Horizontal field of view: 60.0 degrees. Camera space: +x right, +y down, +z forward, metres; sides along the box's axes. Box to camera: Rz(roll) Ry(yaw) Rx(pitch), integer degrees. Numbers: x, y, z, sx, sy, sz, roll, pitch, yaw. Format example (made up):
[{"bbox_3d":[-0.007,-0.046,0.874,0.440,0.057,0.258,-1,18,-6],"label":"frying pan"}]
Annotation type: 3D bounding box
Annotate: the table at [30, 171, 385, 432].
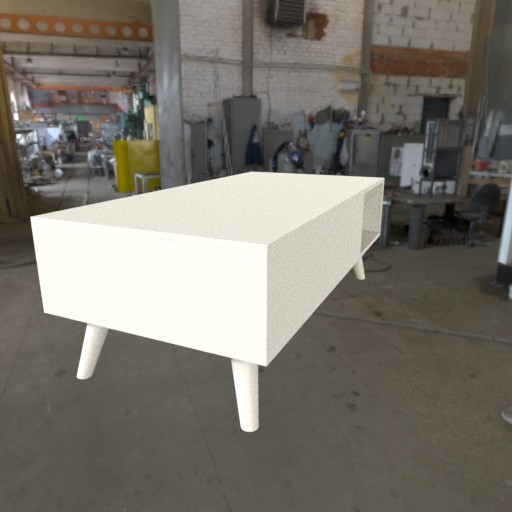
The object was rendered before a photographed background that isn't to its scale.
[{"bbox_3d":[0.000,0.000,1.494,0.609,0.432,1.194,8,18,24],"label":"table"}]
